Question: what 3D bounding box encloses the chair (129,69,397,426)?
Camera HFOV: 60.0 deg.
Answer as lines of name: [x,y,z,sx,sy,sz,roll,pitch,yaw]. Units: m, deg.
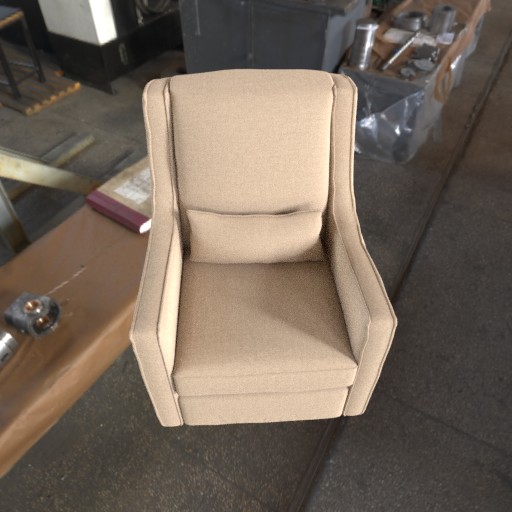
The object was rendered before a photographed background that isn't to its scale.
chair: [0.000,0.000,1.556,0.732,0.993,0.879,-3,46,-2]
